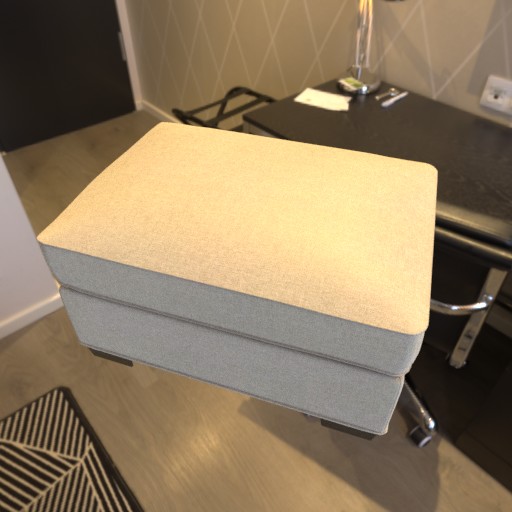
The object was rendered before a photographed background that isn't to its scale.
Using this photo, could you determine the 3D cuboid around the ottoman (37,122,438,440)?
[{"bbox_3d":[0.000,0.000,1.215,0.843,0.504,0.619,13,44,14],"label":"ottoman"}]
